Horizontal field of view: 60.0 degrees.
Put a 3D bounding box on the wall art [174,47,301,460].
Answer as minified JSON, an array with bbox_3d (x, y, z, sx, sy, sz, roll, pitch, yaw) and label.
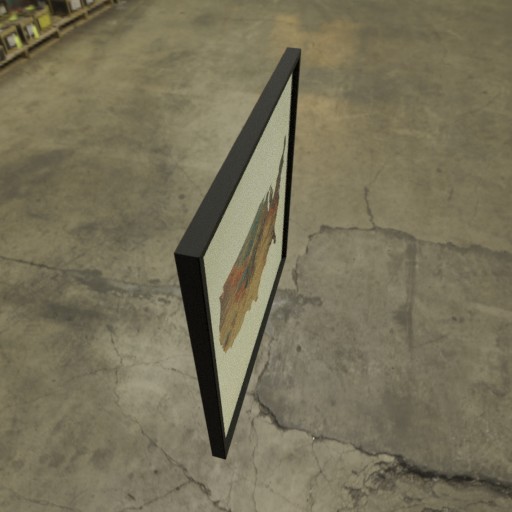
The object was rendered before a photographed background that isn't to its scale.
[{"bbox_3d":[0.000,0.000,1.145,0.038,0.762,0.762,11,47,10],"label":"wall art"}]
